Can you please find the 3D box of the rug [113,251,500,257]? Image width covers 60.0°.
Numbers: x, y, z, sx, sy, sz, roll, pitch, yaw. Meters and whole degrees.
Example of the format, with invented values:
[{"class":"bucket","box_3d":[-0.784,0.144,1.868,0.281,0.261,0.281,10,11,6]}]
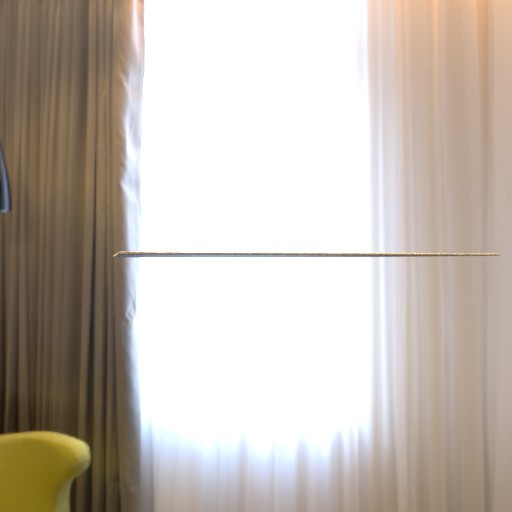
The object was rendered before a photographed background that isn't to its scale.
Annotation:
[{"class":"rug","box_3d":[0.000,0.000,4.013,2.447,0.014,3.061,0,0,-18]}]
